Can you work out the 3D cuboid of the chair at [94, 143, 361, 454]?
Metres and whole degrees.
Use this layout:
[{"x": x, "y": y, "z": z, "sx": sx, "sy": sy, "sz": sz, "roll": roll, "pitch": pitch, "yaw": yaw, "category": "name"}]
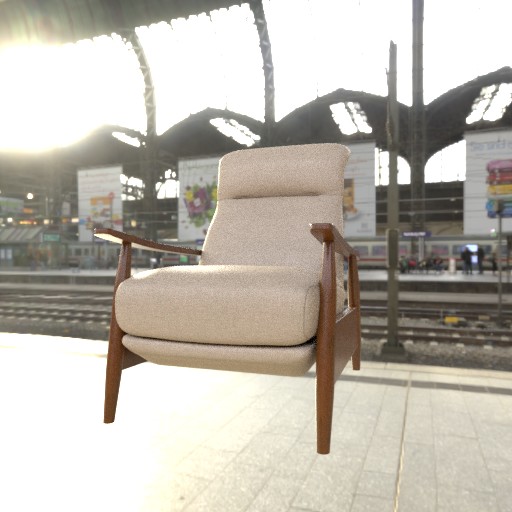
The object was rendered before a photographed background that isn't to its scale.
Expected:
[{"x": 0.000, "y": 0.000, "z": 1.782, "sx": 0.762, "sy": 1.082, "sz": 1.030, "roll": 0, "pitch": 0, "yaw": 18, "category": "chair"}]
